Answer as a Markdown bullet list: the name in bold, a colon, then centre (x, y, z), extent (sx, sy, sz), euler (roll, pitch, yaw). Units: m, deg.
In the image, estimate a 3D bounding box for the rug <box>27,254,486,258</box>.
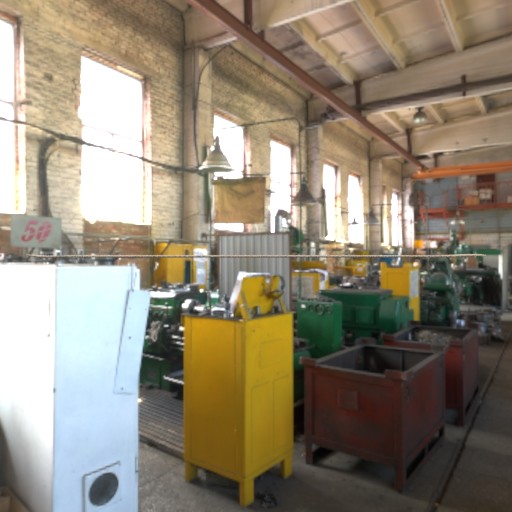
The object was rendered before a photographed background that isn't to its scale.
- **rug**: centre (0.000, 0.000, 3.913), extent (2.897, 0.035, 2.277), euler (0, 0, 0)
